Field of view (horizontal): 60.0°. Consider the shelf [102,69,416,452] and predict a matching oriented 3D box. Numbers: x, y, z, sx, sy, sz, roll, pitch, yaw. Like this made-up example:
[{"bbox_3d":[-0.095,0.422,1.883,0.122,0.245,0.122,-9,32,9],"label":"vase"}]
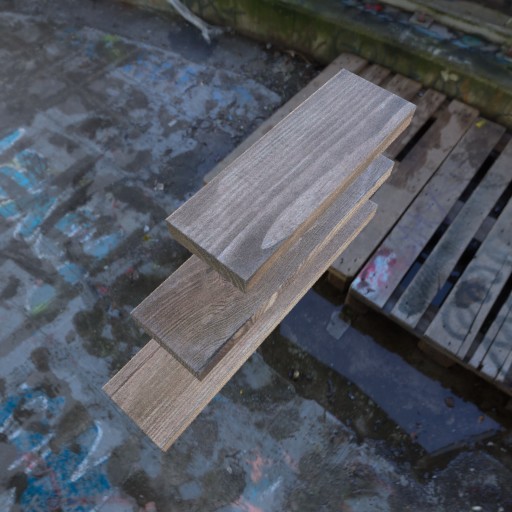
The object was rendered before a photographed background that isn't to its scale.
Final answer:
[{"bbox_3d":[0.000,0.000,0.722,0.140,0.293,0.610,36,66,19],"label":"shelf"}]
